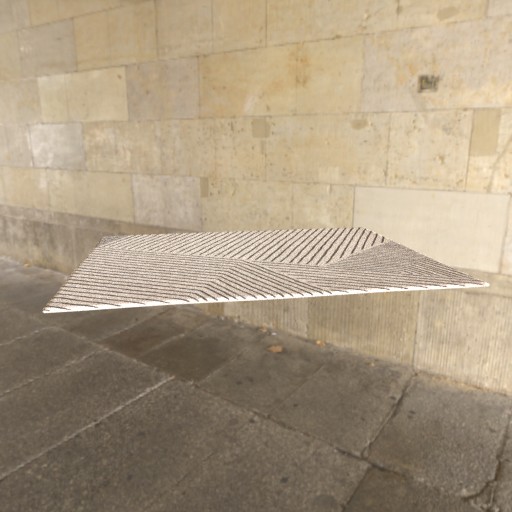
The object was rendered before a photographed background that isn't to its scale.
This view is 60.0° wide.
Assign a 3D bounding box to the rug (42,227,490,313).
[{"bbox_3d":[0.000,0.000,3.236,2.449,0.028,1.829,-2,14,-10],"label":"rug"}]
